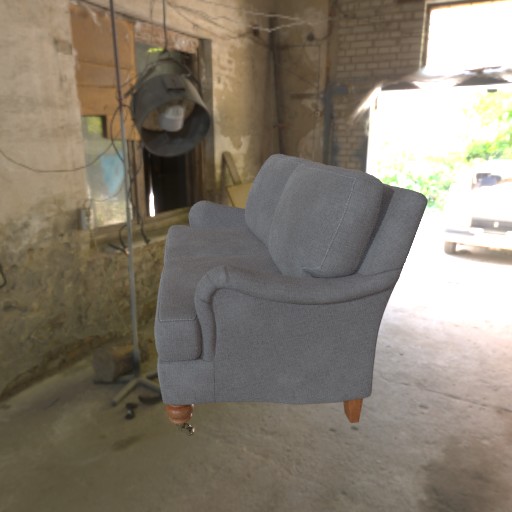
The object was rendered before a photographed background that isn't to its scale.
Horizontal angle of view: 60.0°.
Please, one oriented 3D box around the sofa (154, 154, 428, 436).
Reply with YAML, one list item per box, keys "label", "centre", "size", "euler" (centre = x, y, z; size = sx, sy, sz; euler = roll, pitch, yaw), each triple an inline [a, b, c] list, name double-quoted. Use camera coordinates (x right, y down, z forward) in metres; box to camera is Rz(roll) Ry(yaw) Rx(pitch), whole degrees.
- label: "sofa"
  centre: [0.000, 0.000, 2.592]
  size: [1.084, 1.101, 1.853]
  euler: [-2, 16, -9]
